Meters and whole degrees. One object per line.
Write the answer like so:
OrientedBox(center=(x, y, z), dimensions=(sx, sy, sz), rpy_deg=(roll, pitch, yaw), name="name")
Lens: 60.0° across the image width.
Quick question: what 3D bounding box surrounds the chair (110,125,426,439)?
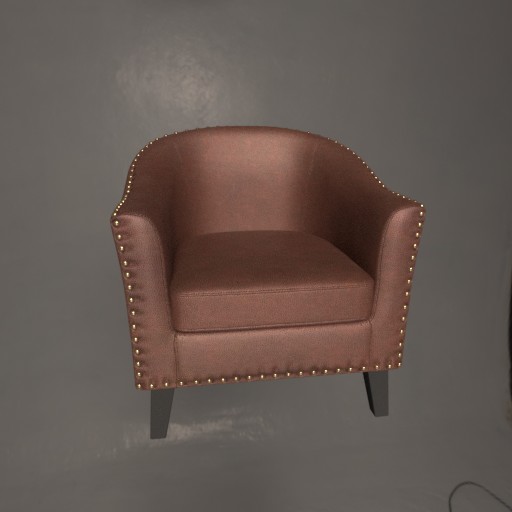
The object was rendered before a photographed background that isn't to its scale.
OrientedBox(center=(0.000, 0.000, 1.460), dimensions=(0.794, 0.823, 0.748), rpy_deg=(-2, 17, -8), name="chair")
